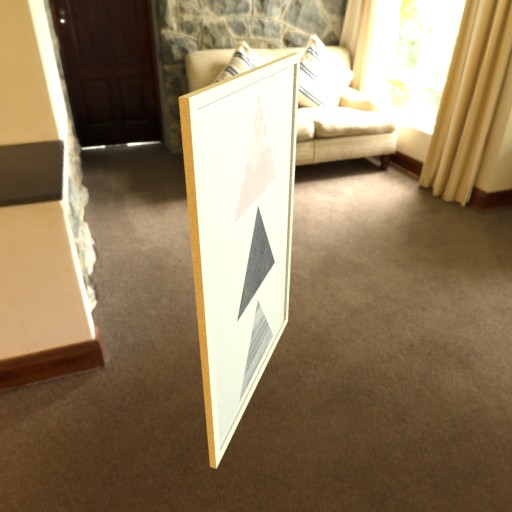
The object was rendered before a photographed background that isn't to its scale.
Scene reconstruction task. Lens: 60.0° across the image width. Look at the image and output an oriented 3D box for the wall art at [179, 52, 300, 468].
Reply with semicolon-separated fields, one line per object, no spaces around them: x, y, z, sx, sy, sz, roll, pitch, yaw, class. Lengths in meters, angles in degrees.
0.000;0.000;0.836;0.013;0.656;0.456;11;32;17;wall art
